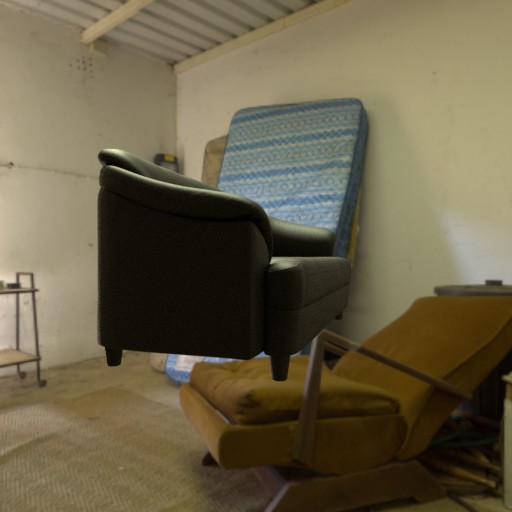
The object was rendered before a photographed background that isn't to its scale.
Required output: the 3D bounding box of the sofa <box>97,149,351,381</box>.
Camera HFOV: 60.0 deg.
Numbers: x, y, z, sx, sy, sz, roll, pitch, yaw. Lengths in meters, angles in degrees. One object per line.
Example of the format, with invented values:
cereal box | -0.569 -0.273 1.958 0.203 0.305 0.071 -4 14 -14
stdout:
sofa | 0.000 0.000 2.241 0.800 0.811 1.829 0 0 18
